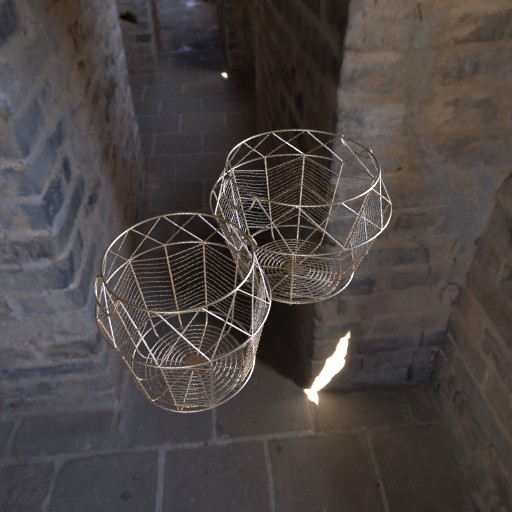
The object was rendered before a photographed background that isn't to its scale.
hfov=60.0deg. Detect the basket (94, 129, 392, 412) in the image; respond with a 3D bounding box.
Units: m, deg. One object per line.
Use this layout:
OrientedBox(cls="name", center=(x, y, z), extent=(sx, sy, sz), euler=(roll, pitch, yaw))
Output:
OrientedBox(cls="basket", center=(0.000, 0.000, 1.052), extent=(0.451, 0.343, 0.805), euler=(27, 47, 28))
